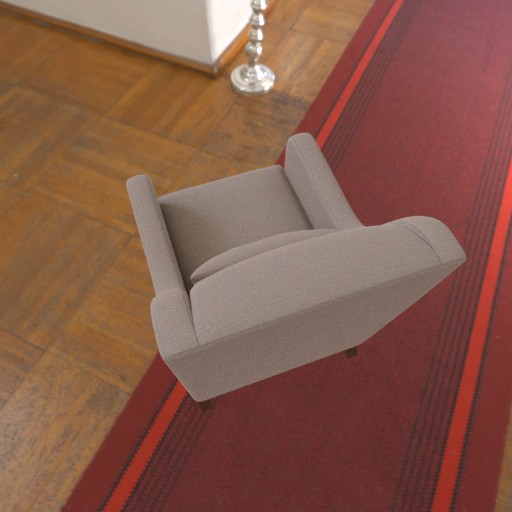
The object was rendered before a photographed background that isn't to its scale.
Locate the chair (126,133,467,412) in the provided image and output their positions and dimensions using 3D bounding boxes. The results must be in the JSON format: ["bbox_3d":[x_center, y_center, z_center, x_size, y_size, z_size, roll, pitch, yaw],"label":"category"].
[{"bbox_3d":[0.000,0.000,1.553,0.715,1.017,0.896,-17,60,-10],"label":"chair"}]
